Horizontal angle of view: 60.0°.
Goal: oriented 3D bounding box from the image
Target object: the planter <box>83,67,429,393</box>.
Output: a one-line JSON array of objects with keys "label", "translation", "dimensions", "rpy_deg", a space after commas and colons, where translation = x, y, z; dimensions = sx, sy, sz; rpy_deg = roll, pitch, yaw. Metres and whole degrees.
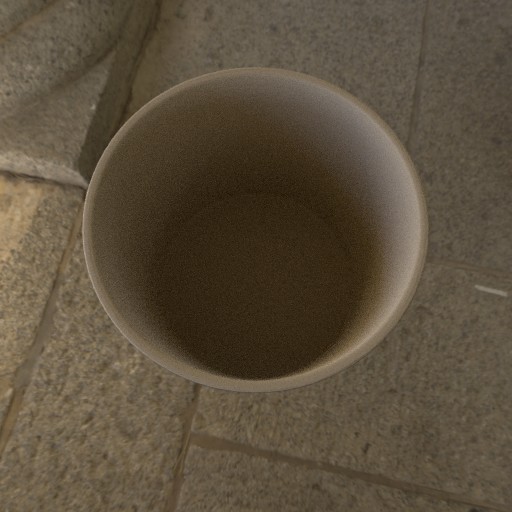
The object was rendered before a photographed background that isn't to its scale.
[{"label": "planter", "translation": [0.000, 0.000, 0.380], "dimensions": [0.221, 0.201, 0.221], "rpy_deg": [0, 74, 0]}]
